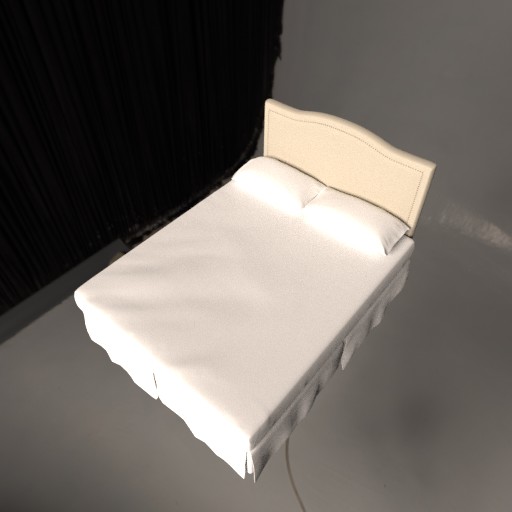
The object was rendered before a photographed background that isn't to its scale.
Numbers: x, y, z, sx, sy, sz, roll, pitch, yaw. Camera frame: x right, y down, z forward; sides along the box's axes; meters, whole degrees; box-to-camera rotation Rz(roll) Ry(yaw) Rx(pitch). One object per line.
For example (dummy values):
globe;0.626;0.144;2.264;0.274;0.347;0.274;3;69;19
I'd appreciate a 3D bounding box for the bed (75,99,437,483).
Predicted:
bed;0.000;0.000;3.683;1.977;1.437;2.477;31;54;26
